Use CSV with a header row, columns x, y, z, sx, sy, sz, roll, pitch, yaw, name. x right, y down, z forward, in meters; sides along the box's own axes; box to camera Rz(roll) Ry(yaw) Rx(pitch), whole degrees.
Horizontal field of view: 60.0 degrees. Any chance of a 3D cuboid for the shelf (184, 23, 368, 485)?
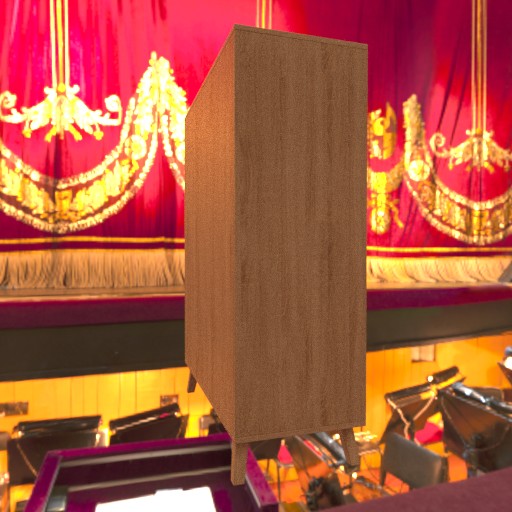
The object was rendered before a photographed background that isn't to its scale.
x,y,z,sx,sy,sz,roll,pitch,yaw,name
0.000,0.000,1.862,0.450,1.390,1.000,0,1,-18,shelf
